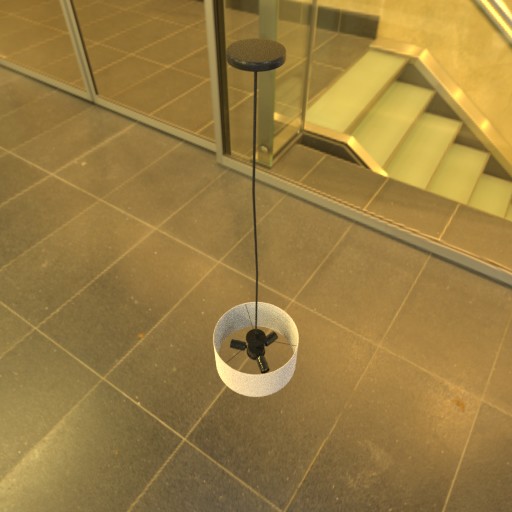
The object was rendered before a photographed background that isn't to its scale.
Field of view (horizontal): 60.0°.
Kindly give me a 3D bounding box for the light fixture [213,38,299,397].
[{"bbox_3d":[0.000,0.000,1.668,0.399,1.516,0.399,0,47,0],"label":"light fixture"}]
